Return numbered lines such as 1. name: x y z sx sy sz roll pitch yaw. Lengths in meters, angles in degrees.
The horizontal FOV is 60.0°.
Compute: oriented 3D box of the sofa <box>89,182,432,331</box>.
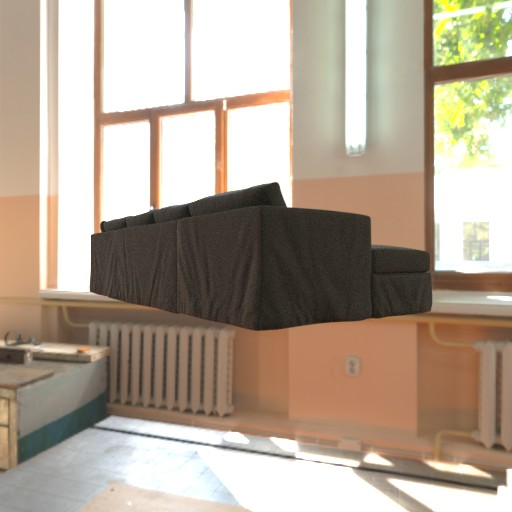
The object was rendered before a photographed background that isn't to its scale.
1. sofa: 0.000 0.000 4.551 2.476 0.878 3.528 0 -1 -35
